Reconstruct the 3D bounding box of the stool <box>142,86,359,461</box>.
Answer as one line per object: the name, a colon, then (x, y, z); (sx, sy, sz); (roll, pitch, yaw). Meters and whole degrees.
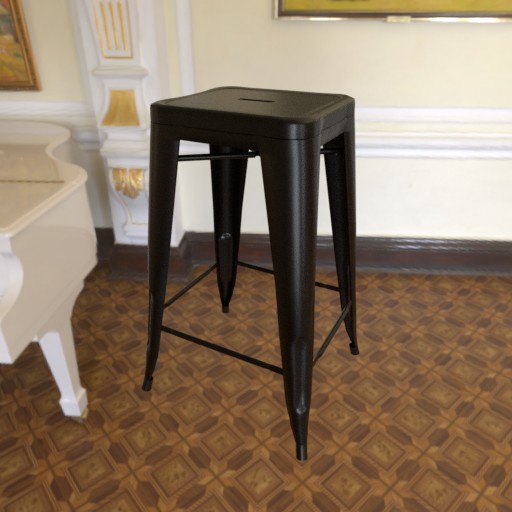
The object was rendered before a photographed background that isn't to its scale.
stool: (0.000, 0.000, 0.900); (0.455, 0.609, 0.423); (8, 29, 15)
